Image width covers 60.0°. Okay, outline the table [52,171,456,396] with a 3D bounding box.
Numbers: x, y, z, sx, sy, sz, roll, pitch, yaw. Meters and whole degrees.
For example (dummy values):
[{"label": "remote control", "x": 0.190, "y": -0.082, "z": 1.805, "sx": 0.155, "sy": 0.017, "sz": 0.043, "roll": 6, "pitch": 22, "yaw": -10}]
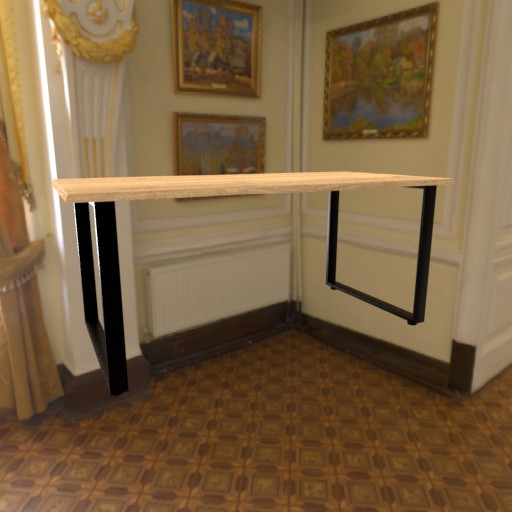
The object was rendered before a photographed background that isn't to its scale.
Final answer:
[{"label": "table", "x": 0.000, "y": 0.000, "z": 2.271, "sx": 1.800, "sy": 0.780, "sz": 0.900, "roll": -7, "pitch": 15, "yaw": -26}]
